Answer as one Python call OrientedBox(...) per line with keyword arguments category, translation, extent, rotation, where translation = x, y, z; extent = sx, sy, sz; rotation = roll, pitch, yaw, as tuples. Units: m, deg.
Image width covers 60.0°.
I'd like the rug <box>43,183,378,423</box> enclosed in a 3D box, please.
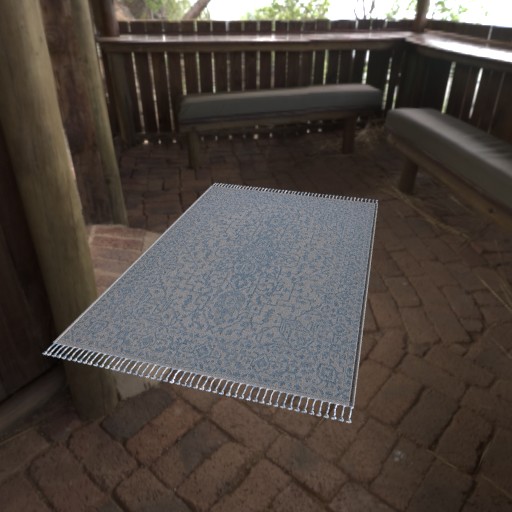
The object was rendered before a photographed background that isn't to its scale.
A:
OrientedBox(category="rug", translation=(0.000, 0.000, 3.041), extent=(1.524, 0.010, 2.438), rotation=(8, 31, 14))
